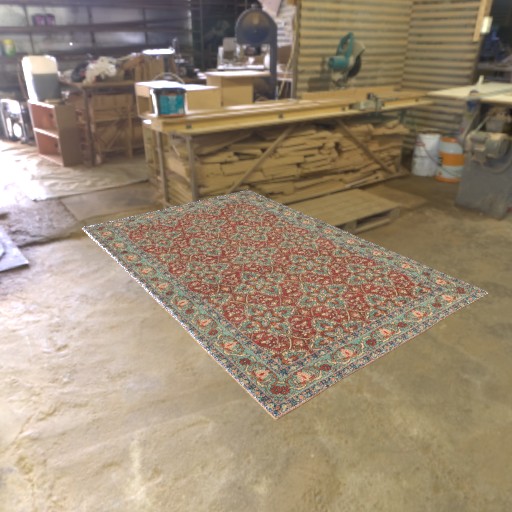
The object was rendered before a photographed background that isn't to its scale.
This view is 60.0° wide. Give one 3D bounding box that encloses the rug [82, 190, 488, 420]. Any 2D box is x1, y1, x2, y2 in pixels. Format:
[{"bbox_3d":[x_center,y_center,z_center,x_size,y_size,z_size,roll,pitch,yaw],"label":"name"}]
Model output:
[{"bbox_3d":[0.000,0.000,2.296,1.219,0.009,1.829,-18,32,-32],"label":"rug"}]
